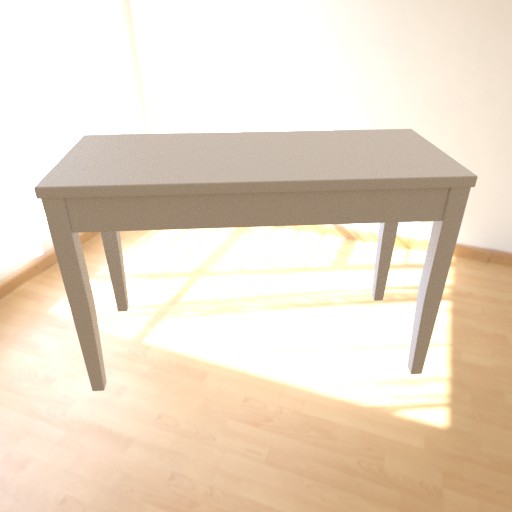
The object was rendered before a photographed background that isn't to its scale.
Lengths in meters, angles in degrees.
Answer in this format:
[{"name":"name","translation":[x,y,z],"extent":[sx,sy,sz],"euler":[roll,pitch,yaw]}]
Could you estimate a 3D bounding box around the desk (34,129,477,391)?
[{"name":"desk","translation":[0.000,0.000,1.627],"extent":[1.220,0.775,0.508],"euler":[-2,31,-3]}]
